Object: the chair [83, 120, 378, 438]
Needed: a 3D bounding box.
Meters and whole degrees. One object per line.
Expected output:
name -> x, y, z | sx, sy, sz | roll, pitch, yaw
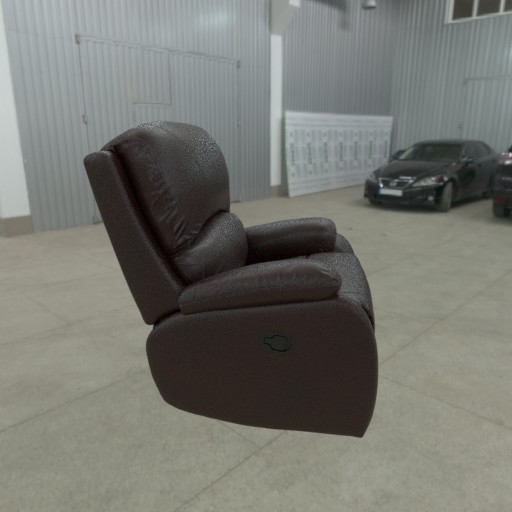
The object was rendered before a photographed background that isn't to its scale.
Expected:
chair -> 0.000, 0.000, 1.736 | 0.899, 1.011, 0.930 | 2, 16, 8
